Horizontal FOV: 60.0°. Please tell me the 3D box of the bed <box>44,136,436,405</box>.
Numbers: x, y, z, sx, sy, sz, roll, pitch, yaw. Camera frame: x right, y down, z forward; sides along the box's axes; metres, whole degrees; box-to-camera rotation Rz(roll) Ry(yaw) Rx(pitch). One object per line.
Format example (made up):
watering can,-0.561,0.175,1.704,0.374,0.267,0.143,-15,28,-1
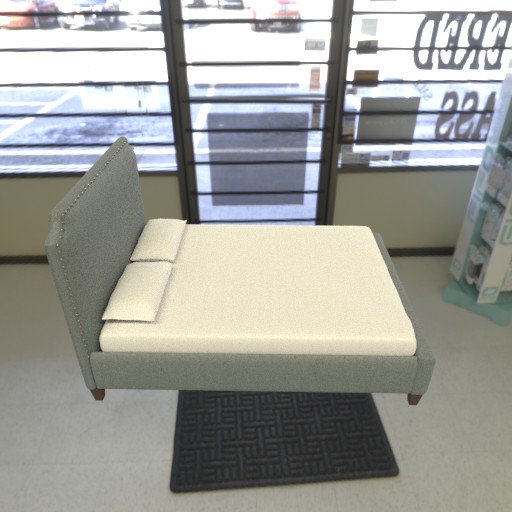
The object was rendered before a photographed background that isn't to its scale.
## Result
bed,0.000,0.000,3.449,2.372,1.443,1.712,1,32,1
